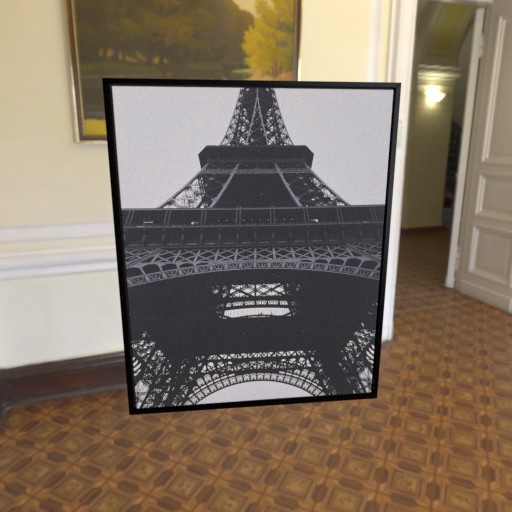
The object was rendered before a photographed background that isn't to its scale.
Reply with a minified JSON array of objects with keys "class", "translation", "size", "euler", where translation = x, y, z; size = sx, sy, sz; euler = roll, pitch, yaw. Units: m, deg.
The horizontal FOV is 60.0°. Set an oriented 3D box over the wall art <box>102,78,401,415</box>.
[{"class":"wall art","translation":[0.000,0.000,0.750],"size":[0.451,0.553,0.039],"euler":[-2,15,-6]}]
